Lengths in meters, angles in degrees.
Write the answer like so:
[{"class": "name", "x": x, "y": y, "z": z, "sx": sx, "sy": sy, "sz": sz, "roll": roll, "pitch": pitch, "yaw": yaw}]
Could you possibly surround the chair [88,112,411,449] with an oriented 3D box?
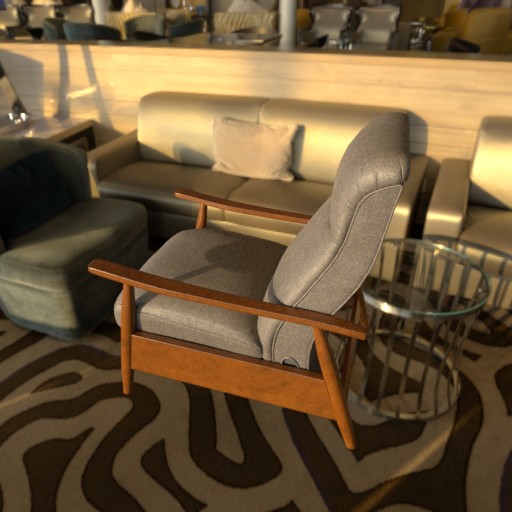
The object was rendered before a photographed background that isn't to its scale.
[{"class": "chair", "x": 0.000, "y": 0.000, "z": 1.778, "sx": 1.014, "sy": 1.081, "sz": 0.762, "roll": 8, "pitch": 32, "yaw": 14}]
